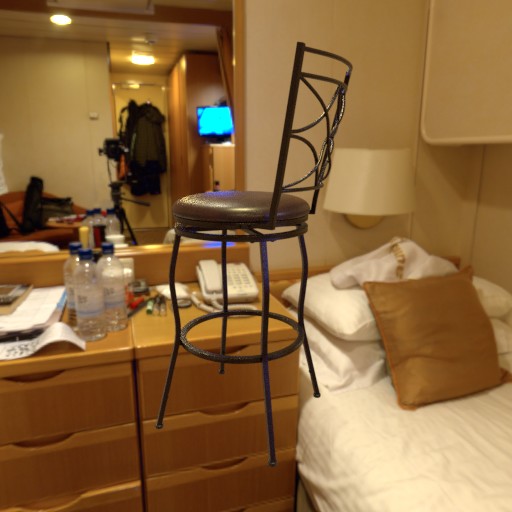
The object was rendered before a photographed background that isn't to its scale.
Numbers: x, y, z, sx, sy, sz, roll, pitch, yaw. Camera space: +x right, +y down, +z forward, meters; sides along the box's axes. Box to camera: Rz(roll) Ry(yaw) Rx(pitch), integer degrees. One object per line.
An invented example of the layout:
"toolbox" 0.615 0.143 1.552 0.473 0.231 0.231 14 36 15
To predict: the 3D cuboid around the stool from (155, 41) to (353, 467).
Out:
"stool" 0.000 0.000 1.394 0.534 1.117 0.434 6 15 25
